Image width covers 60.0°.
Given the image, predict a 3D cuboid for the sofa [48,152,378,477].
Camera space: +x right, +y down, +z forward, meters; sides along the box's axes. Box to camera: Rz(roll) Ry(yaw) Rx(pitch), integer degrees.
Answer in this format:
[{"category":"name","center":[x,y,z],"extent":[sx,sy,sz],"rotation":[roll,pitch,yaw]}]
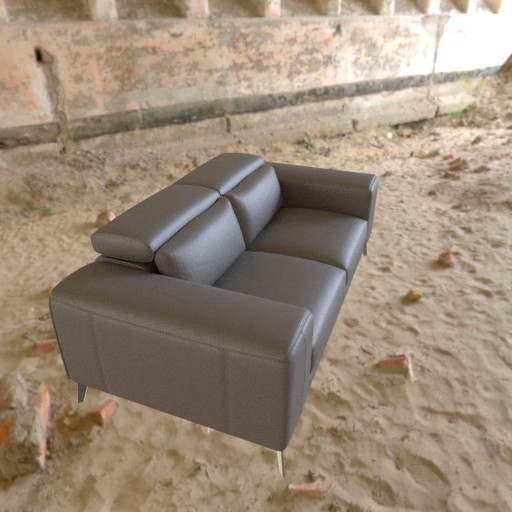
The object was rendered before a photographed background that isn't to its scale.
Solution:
[{"category":"sofa","center":[0.000,0.000,2.421],"extent":[1.024,0.753,1.930],"rotation":[11,31,19]}]
